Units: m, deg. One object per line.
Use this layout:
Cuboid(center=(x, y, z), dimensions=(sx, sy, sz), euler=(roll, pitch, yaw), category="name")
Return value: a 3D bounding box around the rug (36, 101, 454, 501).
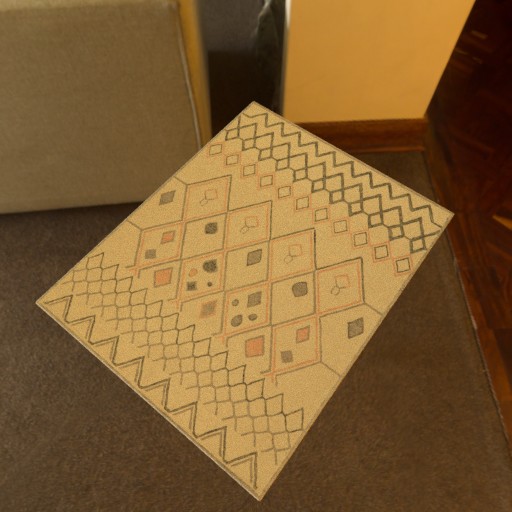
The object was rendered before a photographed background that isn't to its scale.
Cuboid(center=(0.000, 0.000, 4.026), dimensions=(2.441, 0.016, 3.050), euler=(34, 67, 17), category="rug")
